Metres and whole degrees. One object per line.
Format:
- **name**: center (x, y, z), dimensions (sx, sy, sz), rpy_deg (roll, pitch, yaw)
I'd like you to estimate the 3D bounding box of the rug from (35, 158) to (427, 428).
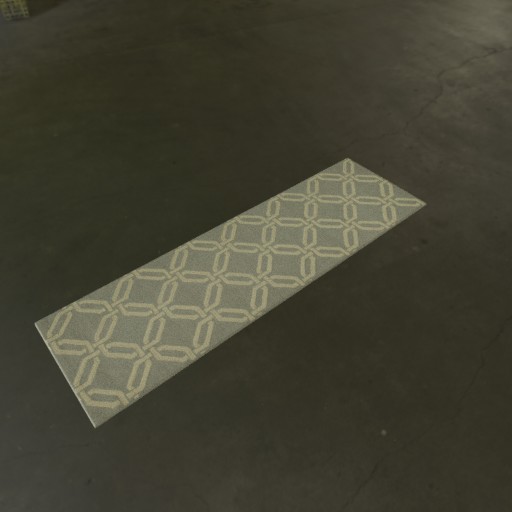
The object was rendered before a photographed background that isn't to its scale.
- **rug**: center (0.000, 0.000, 2.507), dimensions (2.276, 0.014, 0.678), rpy_deg (-31, 53, -26)
